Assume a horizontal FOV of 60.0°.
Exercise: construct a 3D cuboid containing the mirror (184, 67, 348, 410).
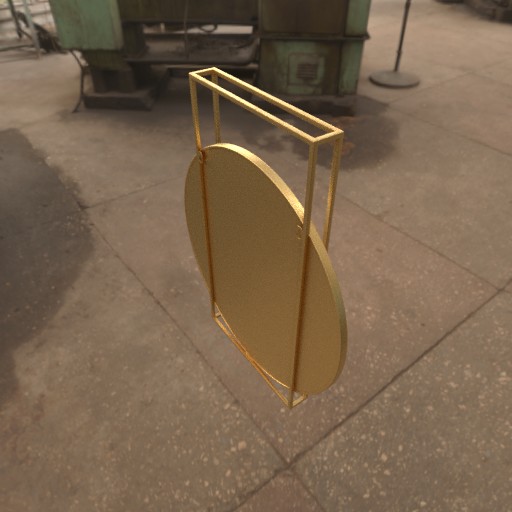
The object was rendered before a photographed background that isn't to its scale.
[{"bbox_3d":[0.000,0.000,0.843,0.051,0.603,0.508,-25,46,-26],"label":"mirror"}]
